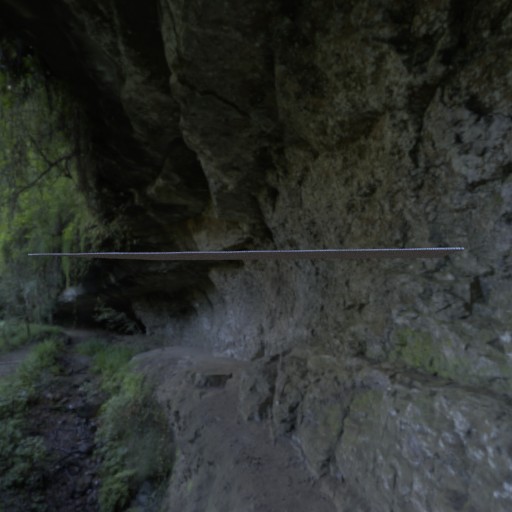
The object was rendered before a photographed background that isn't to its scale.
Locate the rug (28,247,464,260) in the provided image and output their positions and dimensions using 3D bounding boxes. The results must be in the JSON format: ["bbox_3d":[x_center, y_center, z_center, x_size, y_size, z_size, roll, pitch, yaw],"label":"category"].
[{"bbox_3d":[0.000,0.000,3.039,2.440,0.012,1.522,-1,-2,19],"label":"rug"}]
